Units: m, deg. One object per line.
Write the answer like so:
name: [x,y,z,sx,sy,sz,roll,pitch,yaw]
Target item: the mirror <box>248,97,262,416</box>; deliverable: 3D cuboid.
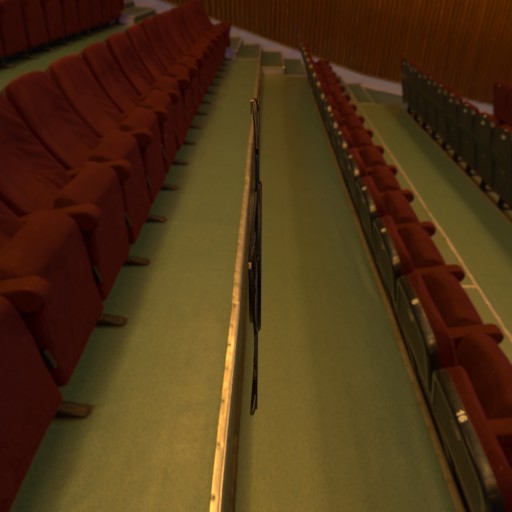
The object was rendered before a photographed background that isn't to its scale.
mirror: [0.000,0.000,1.135,0.028,0.775,0.797,0,33,1]
